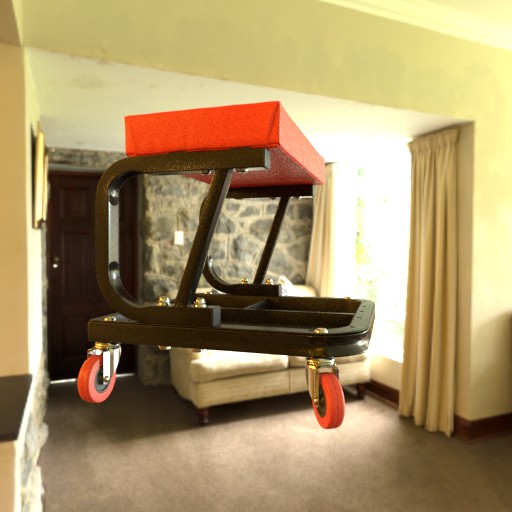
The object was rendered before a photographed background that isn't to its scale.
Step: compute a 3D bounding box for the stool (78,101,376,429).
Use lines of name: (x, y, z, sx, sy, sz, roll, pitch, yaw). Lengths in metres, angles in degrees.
stool: (0.000, 0.000, 0.723, 0.371, 0.380, 0.446, 0, 2, 17)
